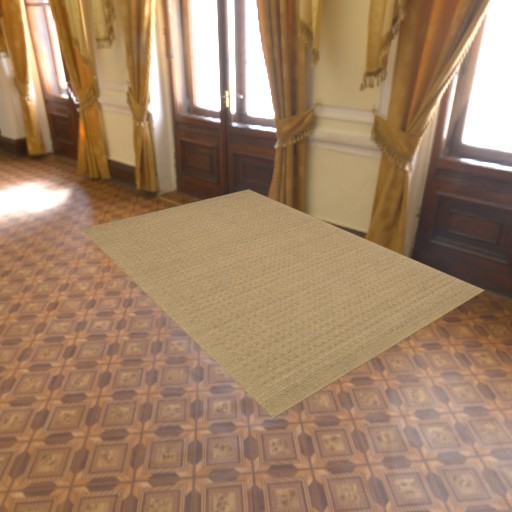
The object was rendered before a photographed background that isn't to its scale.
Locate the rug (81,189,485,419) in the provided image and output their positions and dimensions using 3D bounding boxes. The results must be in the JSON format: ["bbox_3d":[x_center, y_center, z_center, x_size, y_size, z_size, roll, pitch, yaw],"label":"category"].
[{"bbox_3d":[0.000,0.000,3.721,1.981,0.006,2.895,-19,32,-33],"label":"rug"}]
